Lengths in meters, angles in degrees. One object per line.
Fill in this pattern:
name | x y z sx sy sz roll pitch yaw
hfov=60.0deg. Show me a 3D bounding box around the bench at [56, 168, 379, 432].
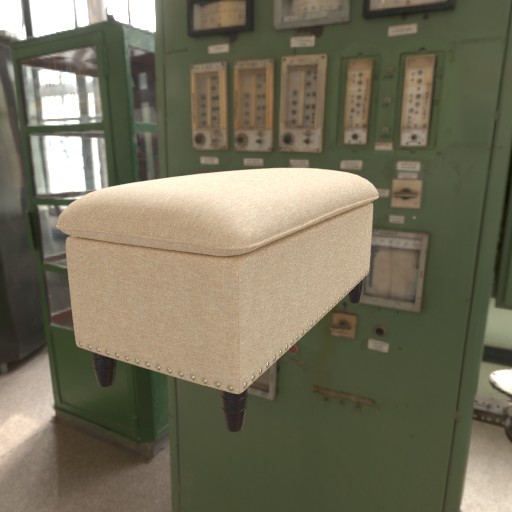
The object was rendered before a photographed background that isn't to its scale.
bench | 0.000 0.000 1.274 0.483 0.483 0.991 7 16 27
